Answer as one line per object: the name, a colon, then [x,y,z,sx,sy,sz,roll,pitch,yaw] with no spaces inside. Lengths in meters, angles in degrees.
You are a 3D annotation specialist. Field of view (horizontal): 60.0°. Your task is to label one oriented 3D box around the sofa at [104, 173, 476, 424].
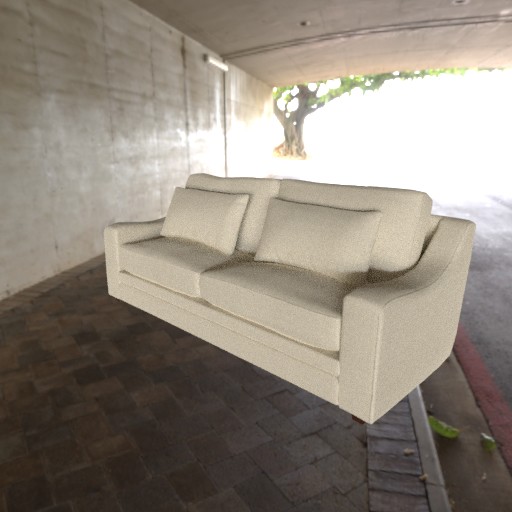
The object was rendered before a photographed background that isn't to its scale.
sofa: [0.000,0.000,3.033,2.470,1.022,1.009,14,21,43]
